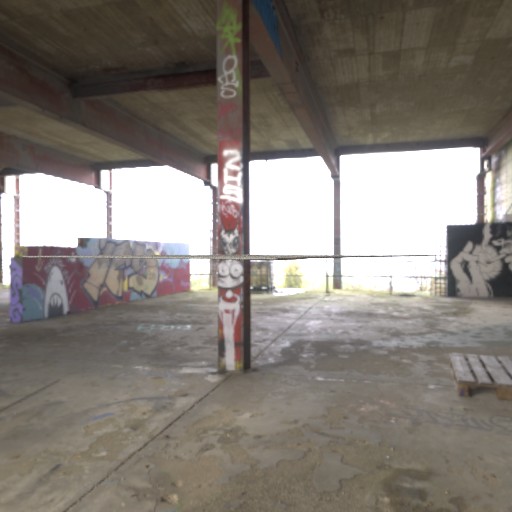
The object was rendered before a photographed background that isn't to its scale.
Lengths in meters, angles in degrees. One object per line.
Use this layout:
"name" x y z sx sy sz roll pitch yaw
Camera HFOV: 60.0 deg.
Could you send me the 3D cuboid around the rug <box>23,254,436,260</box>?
"rug" 0.000 0.000 4.096 2.451 0.026 3.069 0 0 36
